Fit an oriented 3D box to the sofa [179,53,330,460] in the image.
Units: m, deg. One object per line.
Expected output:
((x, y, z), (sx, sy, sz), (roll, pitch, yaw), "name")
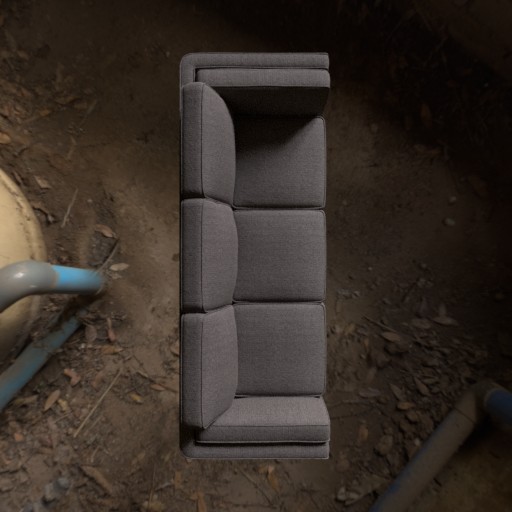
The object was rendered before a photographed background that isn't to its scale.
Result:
((0.000, 0.000, 2.783), (0.903, 0.899, 2.362), (0, 90, 0), "sofa")
